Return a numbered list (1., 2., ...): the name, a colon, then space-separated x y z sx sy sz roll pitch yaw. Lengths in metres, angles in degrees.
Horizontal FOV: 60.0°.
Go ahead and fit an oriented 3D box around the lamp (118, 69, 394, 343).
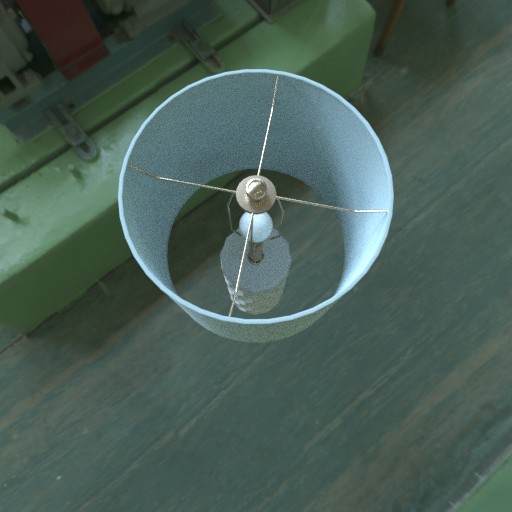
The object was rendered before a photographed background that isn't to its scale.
1. lamp: 0.000 0.000 0.703 0.277 0.534 0.277 -40 78 -10
